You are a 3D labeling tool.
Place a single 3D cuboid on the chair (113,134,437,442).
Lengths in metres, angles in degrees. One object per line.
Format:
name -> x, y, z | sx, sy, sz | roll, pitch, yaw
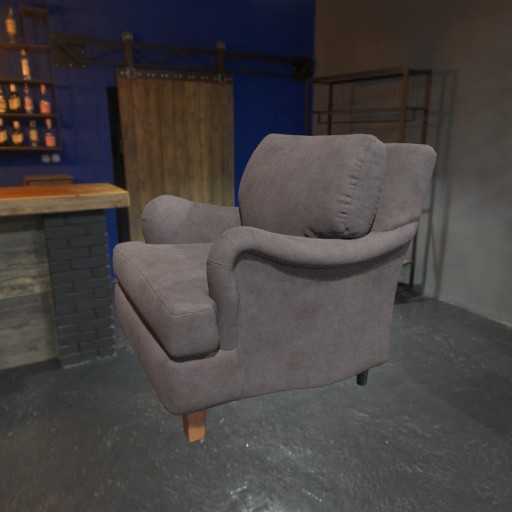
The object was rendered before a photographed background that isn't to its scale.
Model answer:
chair -> 0.000, 0.000, 1.877 | 1.070, 0.997, 0.955 | -8, 17, -27
